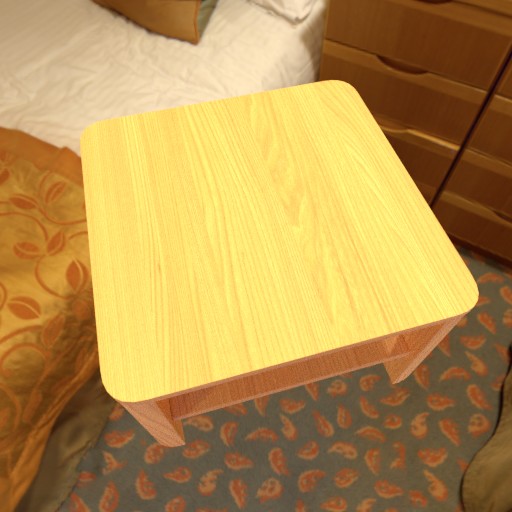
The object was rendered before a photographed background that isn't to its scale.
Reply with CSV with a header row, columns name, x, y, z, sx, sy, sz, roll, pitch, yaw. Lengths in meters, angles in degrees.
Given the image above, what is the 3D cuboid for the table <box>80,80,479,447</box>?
name,x,y,z,sx,sy,sz,roll,pitch,yaw
table,0.000,0.000,1.199,0.750,0.450,0.750,-13,58,-8
